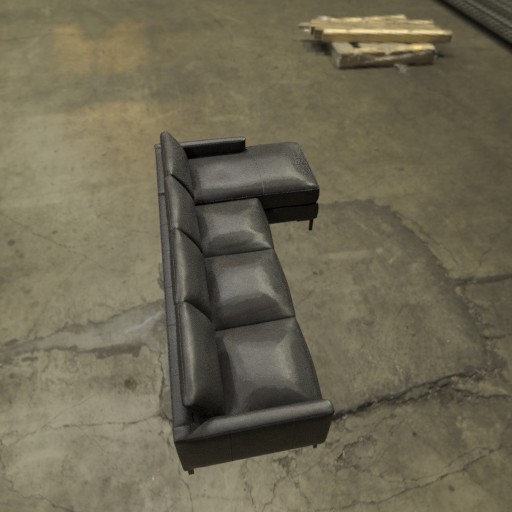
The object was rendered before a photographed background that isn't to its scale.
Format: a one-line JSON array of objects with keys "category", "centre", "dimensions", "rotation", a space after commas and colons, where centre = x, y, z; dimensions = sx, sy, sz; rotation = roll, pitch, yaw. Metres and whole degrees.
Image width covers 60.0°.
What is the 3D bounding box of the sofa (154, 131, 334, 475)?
[{"category": "sofa", "centre": [0.000, 0.000, 3.602], "dimensions": [1.471, 0.859, 2.993], "rotation": [-8, 46, -8]}]
